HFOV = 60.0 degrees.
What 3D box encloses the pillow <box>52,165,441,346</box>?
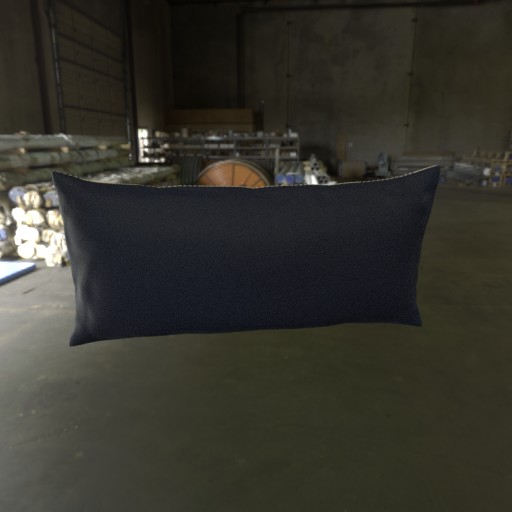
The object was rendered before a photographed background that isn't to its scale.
[{"bbox_3d":[0.000,0.000,0.724,0.610,0.287,0.151,-2,15,-8],"label":"pillow"}]
